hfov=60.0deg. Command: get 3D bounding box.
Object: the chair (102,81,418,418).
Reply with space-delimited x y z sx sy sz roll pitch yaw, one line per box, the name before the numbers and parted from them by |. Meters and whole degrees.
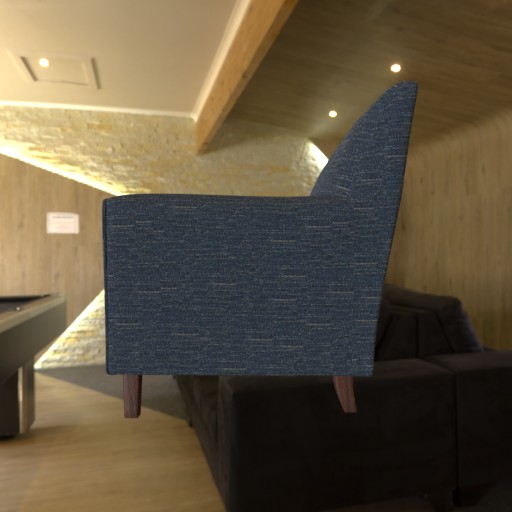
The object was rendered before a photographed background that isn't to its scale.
chair | 0.000 0.000 1.595 0.873 0.928 0.864 0 -1 1
